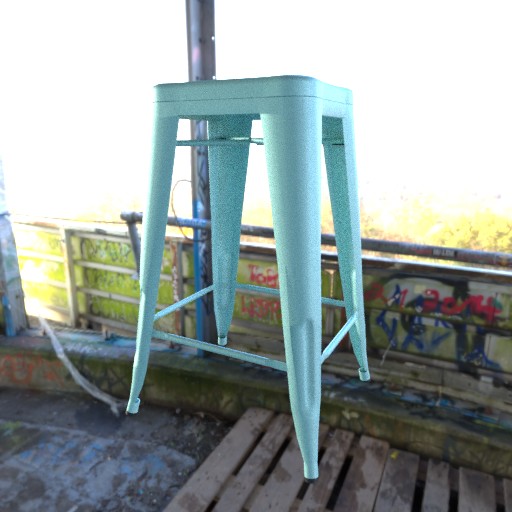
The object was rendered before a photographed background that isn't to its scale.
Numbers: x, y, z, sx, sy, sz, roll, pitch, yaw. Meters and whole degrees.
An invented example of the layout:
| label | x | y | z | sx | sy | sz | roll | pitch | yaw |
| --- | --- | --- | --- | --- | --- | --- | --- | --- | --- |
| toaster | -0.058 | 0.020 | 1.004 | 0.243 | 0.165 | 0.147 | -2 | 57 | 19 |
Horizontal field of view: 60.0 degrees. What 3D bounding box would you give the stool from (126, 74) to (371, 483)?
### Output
| label | x | y | z | sx | sy | sz | roll | pitch | yaw |
| --- | --- | --- | --- | --- | --- | --- | --- | --- | --- |
| stool | 0.000 | 0.000 | 0.849 | 0.399 | 0.609 | 0.359 | 8 | 17 | 26 |
